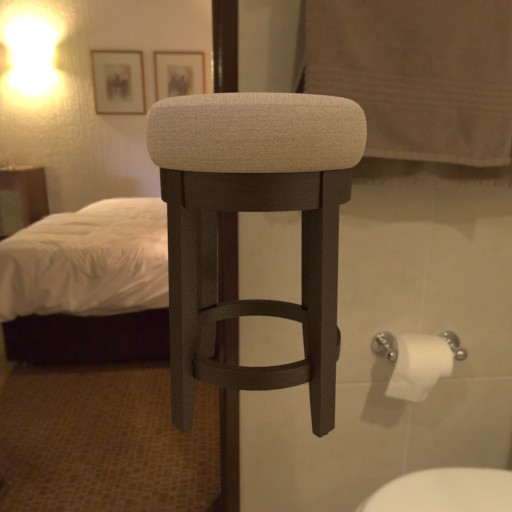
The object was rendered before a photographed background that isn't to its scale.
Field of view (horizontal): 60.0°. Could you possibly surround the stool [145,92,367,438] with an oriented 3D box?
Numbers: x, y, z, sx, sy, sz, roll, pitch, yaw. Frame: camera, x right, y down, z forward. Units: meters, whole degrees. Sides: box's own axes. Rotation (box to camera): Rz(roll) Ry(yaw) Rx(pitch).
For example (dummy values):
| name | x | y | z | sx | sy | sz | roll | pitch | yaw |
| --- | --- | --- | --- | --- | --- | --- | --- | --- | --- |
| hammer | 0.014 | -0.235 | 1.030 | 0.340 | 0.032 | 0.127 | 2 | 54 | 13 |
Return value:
| name | x | y | z | sx | sy | sz | roll | pitch | yaw |
| --- | --- | --- | --- | --- | --- | --- | --- | --- | --- |
| stool | 0.000 | 0.000 | 0.981 | 0.443 | 0.672 | 0.443 | 0 | 15 | 0 |
